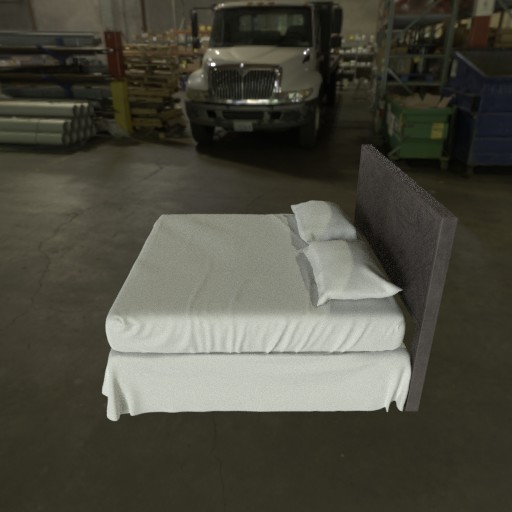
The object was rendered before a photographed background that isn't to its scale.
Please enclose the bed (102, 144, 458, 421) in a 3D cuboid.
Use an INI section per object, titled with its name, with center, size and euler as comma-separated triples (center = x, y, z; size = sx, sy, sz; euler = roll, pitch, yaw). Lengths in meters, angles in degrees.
[bed]
center = 0.000, 0.000, 2.938
size = 1.785, 1.142, 1.772
euler = 0, 26, 0
